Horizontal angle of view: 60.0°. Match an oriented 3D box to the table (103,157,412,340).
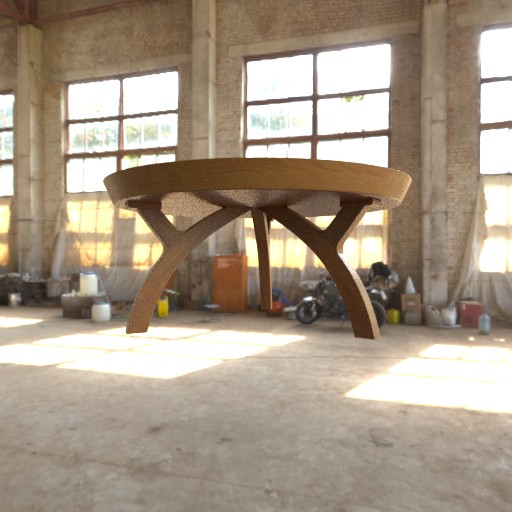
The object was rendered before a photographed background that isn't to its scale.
[{"bbox_3d":[0.000,0.000,1.532,1.016,0.470,1.016,0,1,0],"label":"table"}]
